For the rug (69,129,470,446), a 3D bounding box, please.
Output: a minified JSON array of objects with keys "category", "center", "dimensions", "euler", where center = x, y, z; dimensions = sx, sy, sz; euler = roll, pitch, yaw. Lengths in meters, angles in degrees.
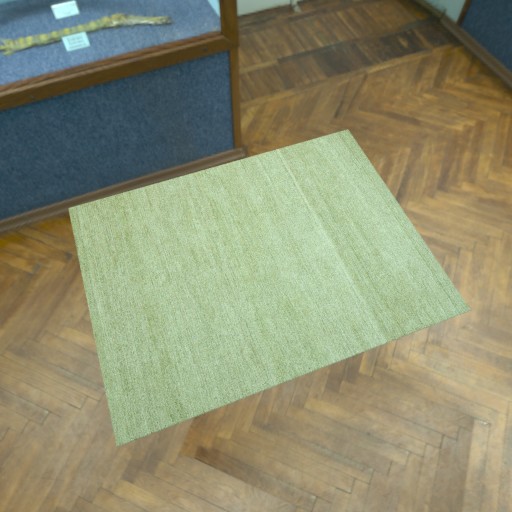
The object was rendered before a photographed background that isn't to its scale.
[{"category":"rug","center":[0.000,0.000,4.261],"dimensions":[3.198,0.016,2.425],"euler":[-18,61,-10]}]
